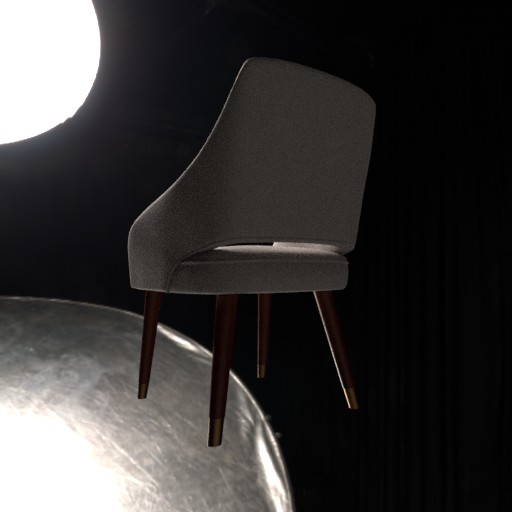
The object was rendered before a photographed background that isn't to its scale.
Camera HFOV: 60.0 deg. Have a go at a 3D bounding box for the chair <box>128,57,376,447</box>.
[{"bbox_3d":[0.000,0.000,1.310,0.609,0.889,0.600,1,-2,-36],"label":"chair"}]
